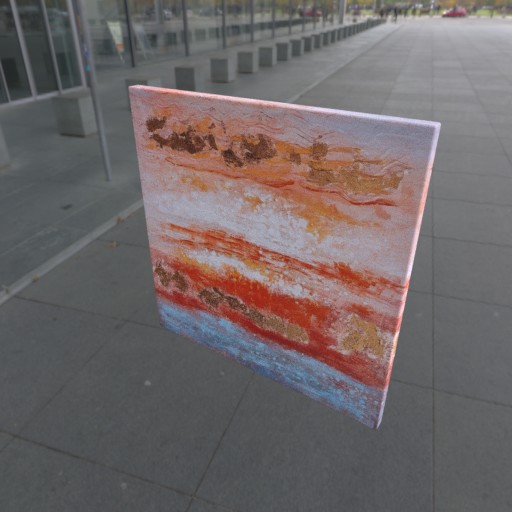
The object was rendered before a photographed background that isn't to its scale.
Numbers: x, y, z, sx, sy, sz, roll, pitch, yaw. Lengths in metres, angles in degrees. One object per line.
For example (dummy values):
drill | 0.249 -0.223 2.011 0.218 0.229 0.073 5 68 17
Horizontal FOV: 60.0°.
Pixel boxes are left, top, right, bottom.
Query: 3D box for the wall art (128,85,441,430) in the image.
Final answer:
wall art | 0.000 0.000 1.114 0.747 0.747 0.035 18 34 29
